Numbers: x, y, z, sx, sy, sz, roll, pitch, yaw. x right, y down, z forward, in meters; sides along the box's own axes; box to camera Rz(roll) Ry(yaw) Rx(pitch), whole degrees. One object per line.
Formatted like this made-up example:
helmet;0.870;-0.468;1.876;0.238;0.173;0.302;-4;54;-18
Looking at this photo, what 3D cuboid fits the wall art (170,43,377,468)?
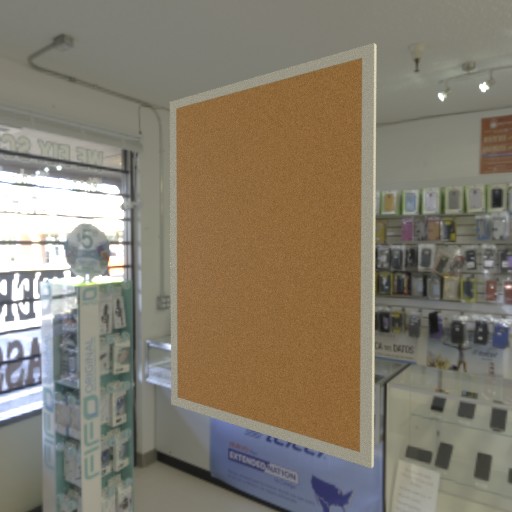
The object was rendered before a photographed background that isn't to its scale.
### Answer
wall art;0.000;0.000;1.183;0.659;0.940;0.013;1;2;37
